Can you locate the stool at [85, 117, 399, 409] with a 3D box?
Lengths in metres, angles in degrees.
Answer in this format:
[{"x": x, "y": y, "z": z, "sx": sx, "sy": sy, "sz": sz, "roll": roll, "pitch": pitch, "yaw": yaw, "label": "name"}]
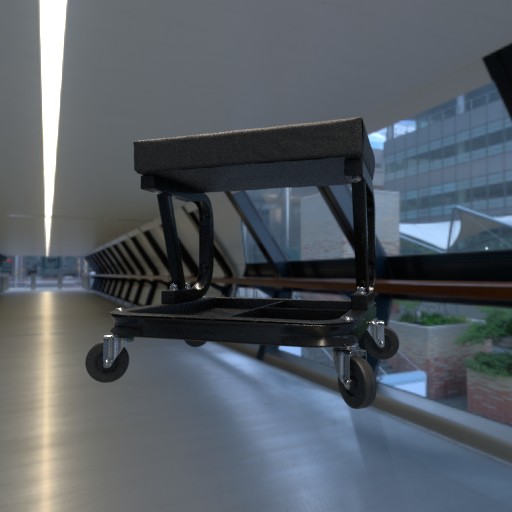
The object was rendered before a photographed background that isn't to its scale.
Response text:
[{"x": 0.000, "y": 0.000, "z": 0.740, "sx": 0.446, "sy": 0.380, "sz": 0.371, "roll": 0, "pitch": -1, "yaw": 19, "label": "stool"}]
